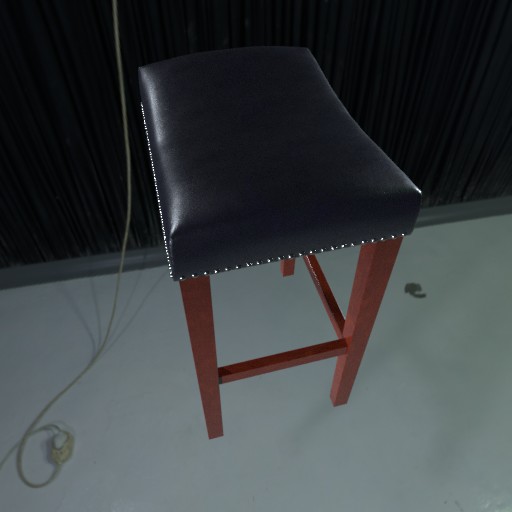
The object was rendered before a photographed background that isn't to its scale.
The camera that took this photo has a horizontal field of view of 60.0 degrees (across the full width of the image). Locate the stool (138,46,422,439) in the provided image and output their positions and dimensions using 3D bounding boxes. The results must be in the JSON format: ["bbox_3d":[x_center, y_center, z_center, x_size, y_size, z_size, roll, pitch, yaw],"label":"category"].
[{"bbox_3d":[0.000,0.000,1.001,0.372,0.742,0.504,-11,49,-10],"label":"stool"}]
